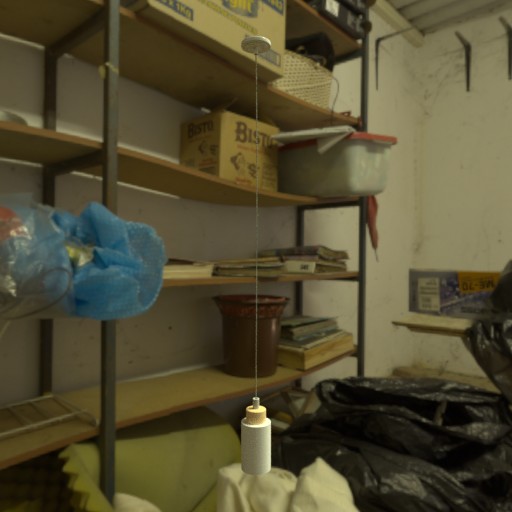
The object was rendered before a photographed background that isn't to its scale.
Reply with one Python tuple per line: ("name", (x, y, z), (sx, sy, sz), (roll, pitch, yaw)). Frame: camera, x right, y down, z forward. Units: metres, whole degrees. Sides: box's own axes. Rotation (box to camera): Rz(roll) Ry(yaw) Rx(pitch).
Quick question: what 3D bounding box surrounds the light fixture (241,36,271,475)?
("light fixture", (0.000, 0.000, 1.877), (0.125, 1.798, 0.125), (0, 0, 20))
